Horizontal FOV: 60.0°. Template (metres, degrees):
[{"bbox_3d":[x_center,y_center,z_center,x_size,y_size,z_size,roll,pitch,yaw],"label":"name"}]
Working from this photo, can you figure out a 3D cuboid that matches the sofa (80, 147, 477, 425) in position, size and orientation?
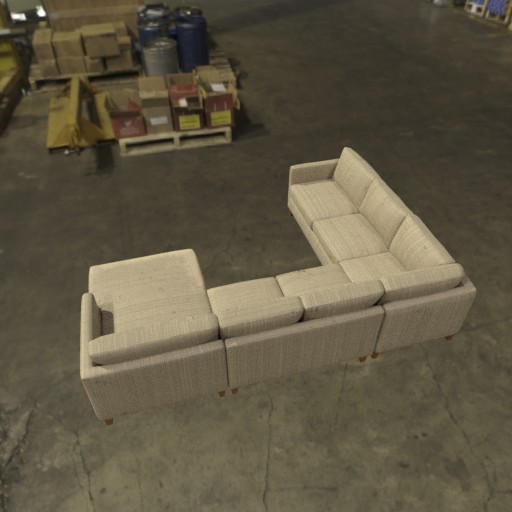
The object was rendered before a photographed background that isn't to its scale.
[{"bbox_3d":[0.000,0.000,4.709,3.460,0.961,2.594,-11,42,-12],"label":"sofa"}]
